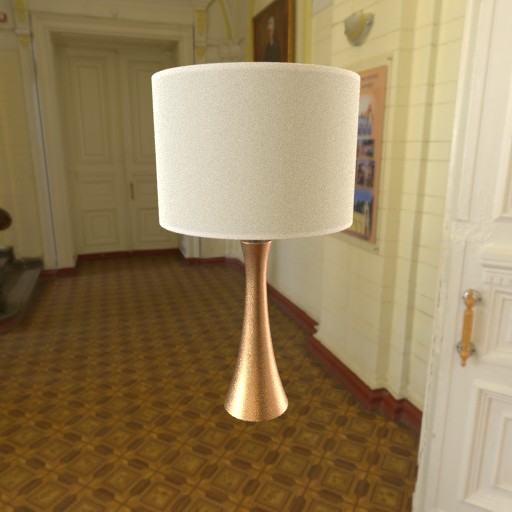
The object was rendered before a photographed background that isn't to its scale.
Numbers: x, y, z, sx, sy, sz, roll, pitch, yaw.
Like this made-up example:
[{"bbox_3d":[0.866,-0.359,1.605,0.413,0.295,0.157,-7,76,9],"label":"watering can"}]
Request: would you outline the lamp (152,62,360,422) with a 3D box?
[{"bbox_3d":[0.000,0.000,0.643,0.268,0.479,0.268,7,16,25],"label":"lamp"}]
